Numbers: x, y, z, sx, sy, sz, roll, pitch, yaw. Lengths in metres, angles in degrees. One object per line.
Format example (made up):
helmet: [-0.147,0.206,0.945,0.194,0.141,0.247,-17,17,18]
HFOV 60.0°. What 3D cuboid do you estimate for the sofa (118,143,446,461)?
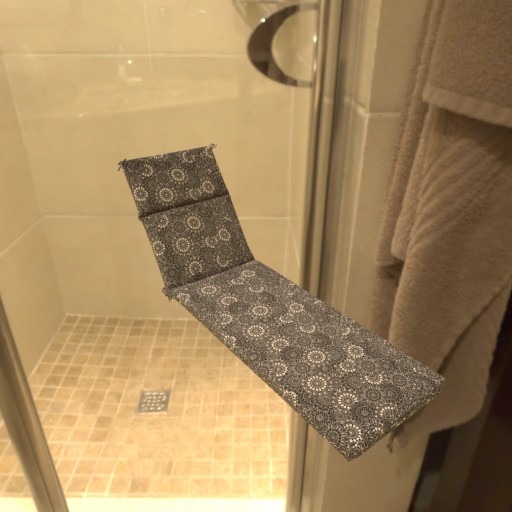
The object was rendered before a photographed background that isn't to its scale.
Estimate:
sofa: [0.000,0.000,1.956,0.582,0.622,1.663,-19,34,-32]
